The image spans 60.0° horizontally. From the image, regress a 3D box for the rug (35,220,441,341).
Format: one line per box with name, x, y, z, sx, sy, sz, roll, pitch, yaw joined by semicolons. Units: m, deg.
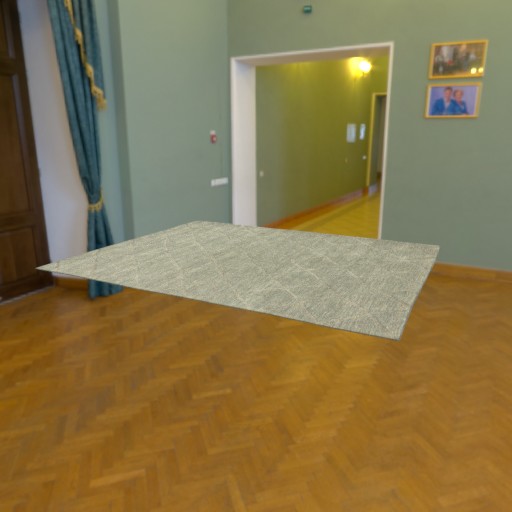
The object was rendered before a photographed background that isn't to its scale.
rug;0.000;0.000;4.171;3.048;0.013;2.438;8;17;26
